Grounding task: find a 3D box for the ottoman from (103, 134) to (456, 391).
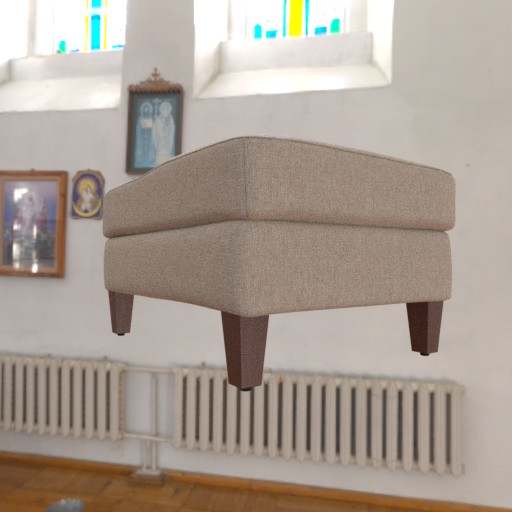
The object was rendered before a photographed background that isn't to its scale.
[{"bbox_3d":[0.000,0.000,1.307,0.677,0.519,0.898,1,-1,-34],"label":"ottoman"}]
